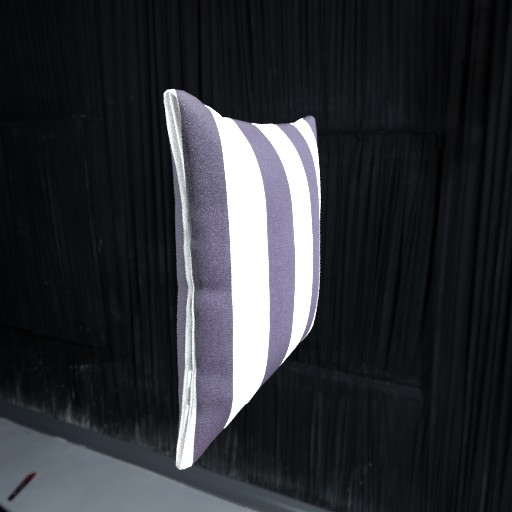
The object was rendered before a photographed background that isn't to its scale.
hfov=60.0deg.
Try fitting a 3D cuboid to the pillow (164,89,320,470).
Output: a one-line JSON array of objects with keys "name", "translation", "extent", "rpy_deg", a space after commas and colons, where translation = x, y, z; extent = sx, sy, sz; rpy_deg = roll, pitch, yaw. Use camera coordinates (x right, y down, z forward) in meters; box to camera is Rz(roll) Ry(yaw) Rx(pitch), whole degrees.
[{"name": "pillow", "translation": [0.000, 0.000, 0.816], "extent": [0.189, 0.526, 0.536], "rpy_deg": [6, 15, 24]}]
